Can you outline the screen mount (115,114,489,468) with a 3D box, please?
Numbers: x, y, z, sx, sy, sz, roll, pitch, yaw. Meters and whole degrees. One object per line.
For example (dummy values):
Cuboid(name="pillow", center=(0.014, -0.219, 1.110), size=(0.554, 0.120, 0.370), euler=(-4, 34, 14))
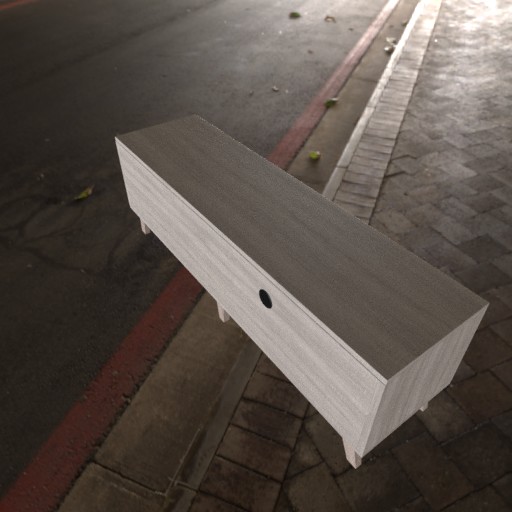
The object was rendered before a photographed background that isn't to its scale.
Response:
Cuboid(name="screen mount", center=(0.000, 0.000, 1.683), size=(0.401, 0.509, 1.500), euler=(-26, 47, -27))
